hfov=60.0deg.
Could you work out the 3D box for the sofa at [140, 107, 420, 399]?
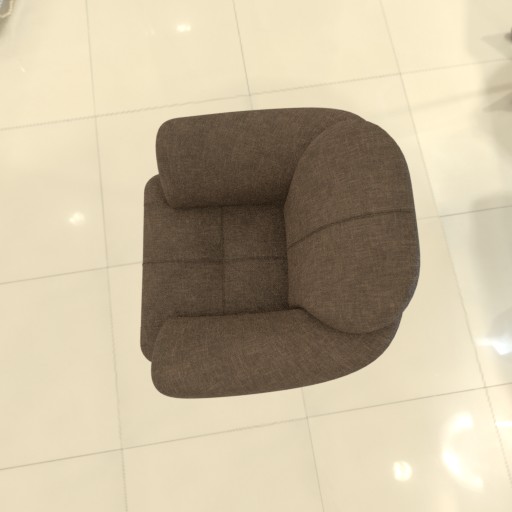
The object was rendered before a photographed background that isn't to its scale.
[{"bbox_3d":[0.000,0.000,1.468,0.794,0.811,0.870,-2,76,0],"label":"sofa"}]
